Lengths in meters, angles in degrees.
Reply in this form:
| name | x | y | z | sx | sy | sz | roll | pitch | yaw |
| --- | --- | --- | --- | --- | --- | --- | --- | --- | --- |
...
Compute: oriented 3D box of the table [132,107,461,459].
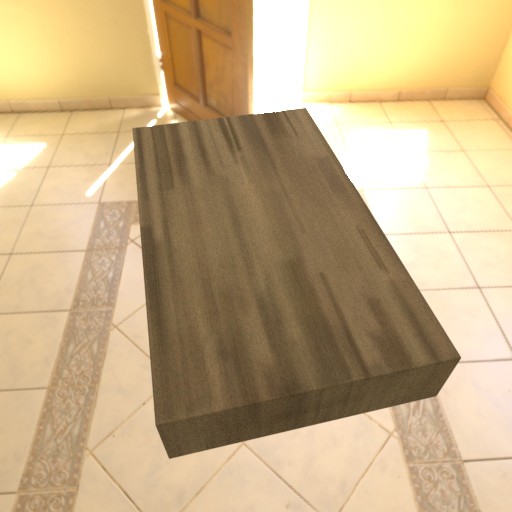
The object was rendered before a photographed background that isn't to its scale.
| name | x | y | z | sx | sy | sz | roll | pitch | yaw |
| --- | --- | --- | --- | --- | --- | --- | --- | --- | --- |
| table | 0.000 | 0.000 | 1.373 | 0.643 | 0.347 | 1.088 | -10 | 47 | -9 |
